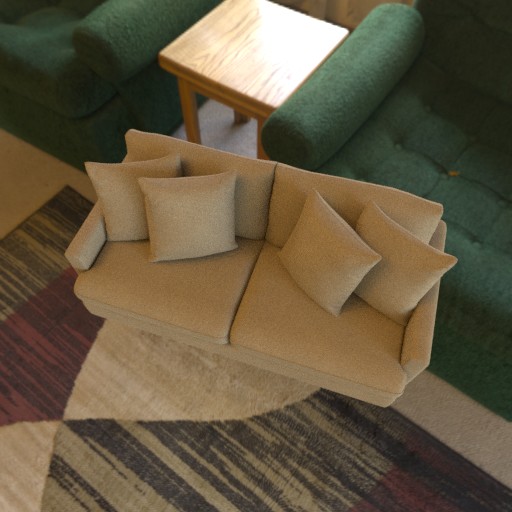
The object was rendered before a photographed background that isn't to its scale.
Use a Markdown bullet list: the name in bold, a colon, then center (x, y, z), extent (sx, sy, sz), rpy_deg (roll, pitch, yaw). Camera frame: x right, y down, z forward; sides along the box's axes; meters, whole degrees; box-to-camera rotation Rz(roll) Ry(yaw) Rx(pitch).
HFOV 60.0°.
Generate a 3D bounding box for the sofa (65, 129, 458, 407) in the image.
- **sofa**: center (0.000, 0.000, 3.020), extent (2.380, 1.084, 1.228), rpy_deg (16, 61, 9)
